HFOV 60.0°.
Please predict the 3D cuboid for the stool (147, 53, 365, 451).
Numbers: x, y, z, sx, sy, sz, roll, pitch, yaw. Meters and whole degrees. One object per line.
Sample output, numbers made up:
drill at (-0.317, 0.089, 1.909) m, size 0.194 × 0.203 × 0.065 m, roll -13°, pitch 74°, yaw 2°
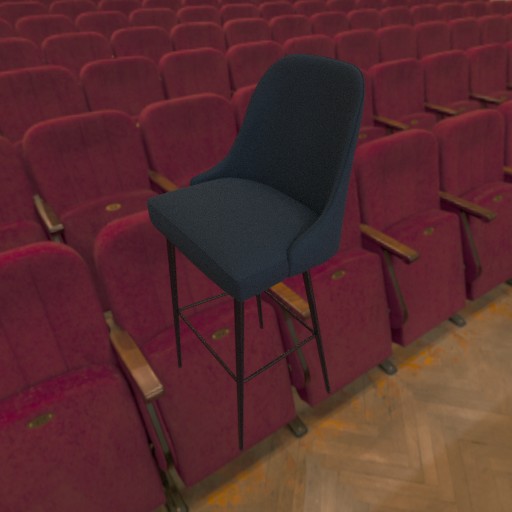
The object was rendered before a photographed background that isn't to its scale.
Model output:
stool at (0.000, 0.000, 1.360) m, size 0.489 × 1.079 × 0.527 m, roll -21°, pitch 39°, yaw -29°
